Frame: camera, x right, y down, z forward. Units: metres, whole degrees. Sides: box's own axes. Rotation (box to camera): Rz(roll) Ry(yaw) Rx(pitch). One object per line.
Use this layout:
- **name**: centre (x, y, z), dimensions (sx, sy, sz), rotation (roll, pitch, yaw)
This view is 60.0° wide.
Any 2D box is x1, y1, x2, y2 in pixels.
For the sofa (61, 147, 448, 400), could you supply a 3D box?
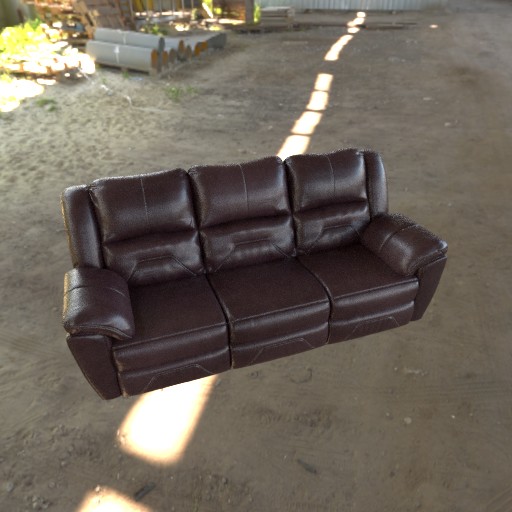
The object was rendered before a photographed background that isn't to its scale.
- **sofa**: centre (0.000, 0.000, 2.898), dimensions (2.337, 1.043, 0.991), rotation (-11, 34, -16)
